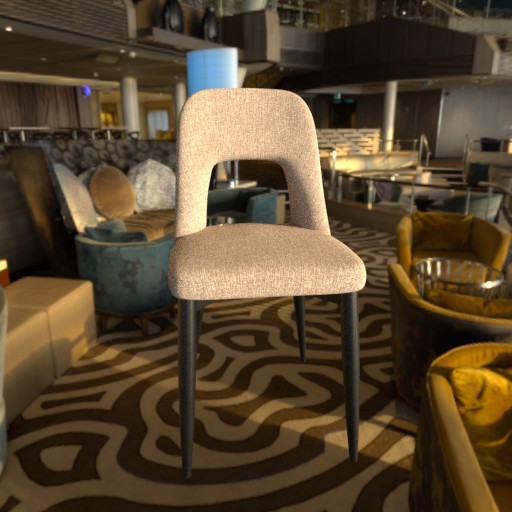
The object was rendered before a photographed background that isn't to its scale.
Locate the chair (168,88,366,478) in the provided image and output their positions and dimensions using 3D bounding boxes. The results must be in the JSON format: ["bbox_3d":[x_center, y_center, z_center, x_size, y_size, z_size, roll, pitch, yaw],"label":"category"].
[{"bbox_3d":[0.000,0.000,1.246,0.470,0.931,0.612,-2,16,-7],"label":"chair"}]
